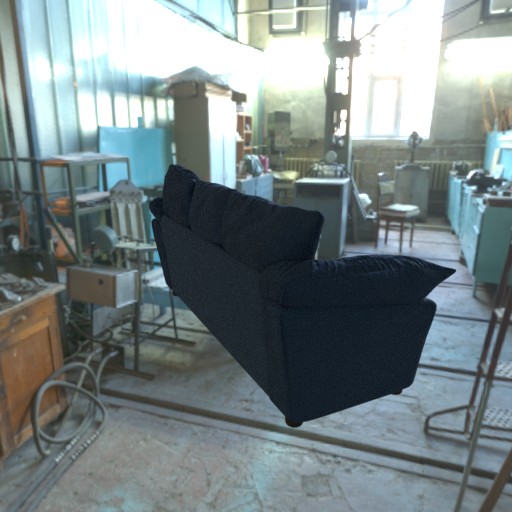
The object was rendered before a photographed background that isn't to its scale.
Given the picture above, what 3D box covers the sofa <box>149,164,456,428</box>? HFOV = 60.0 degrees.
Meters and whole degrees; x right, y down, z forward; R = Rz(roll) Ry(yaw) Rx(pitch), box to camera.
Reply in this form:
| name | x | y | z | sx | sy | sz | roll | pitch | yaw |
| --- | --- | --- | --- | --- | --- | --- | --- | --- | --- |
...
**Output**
| name | x | y | z | sx | sy | sz | roll | pitch | yaw |
| --- | --- | --- | --- | --- | --- | --- | --- | --- | --- |
| sofa | 0.000 | 0.000 | 2.908 | 0.907 | 1.091 | 2.390 | -7 | 17 | -25 |
